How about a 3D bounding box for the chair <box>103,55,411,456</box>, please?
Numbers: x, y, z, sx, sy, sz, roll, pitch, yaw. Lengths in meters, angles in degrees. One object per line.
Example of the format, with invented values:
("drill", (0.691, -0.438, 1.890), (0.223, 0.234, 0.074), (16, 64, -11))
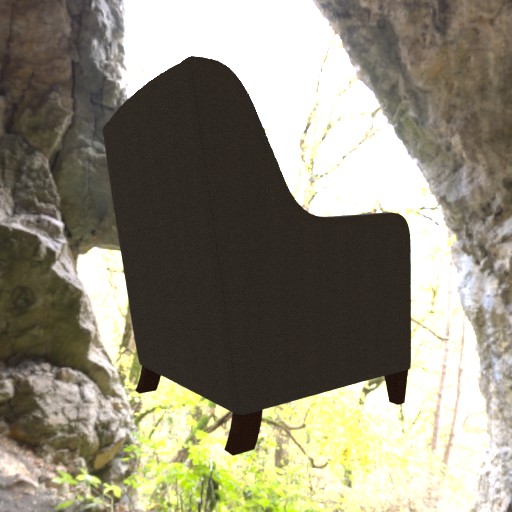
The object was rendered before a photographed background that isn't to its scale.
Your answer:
("chair", (0.000, 0.000, 1.581), (0.890, 1.017, 0.715), (0, -1, -36))
